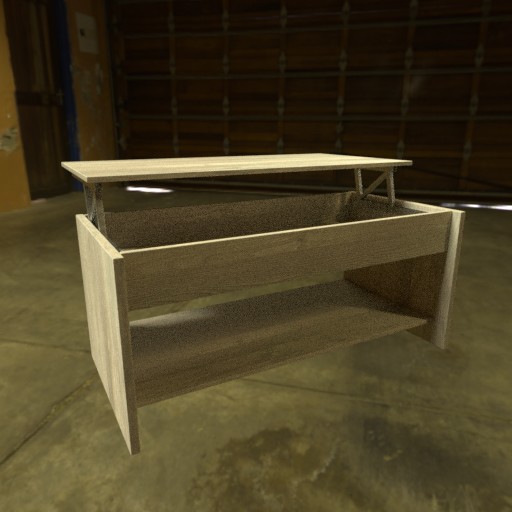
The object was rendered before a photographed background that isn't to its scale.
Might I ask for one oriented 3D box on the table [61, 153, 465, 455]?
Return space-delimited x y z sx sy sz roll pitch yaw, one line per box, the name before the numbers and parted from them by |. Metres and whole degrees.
table | 0.000 0.000 1.398 1.000 0.570 0.712 -9 18 -28
